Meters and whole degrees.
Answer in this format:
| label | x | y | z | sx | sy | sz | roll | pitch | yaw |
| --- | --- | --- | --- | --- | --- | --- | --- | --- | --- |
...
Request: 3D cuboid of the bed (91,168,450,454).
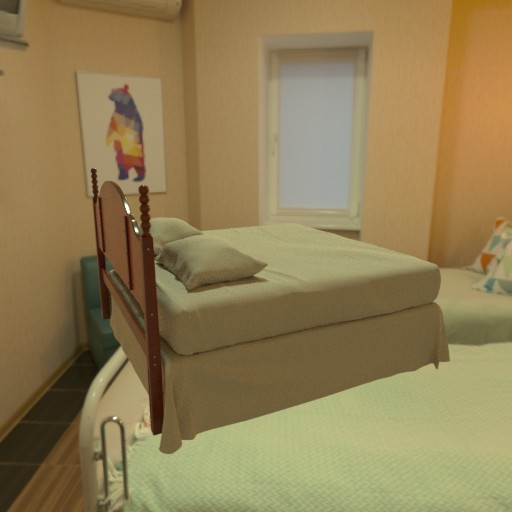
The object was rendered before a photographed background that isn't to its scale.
| label | x | y | z | sx | sy | sz | roll | pitch | yaw |
| --- | --- | --- | --- | --- | --- | --- | --- | --- | --- |
| bed | 0.000 | 0.000 | 3.560 | 2.219 | 1.355 | 2.322 | -7 | 16 | -26 |
